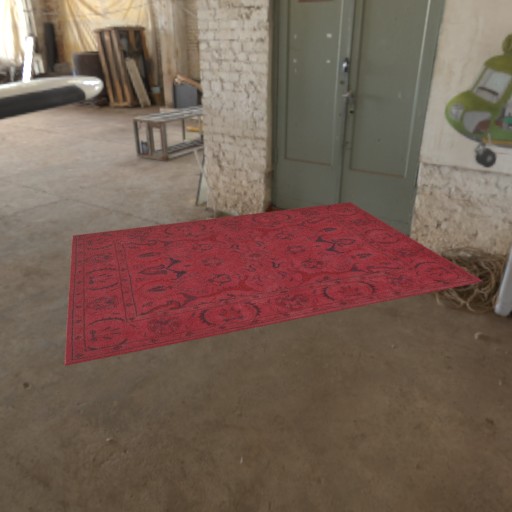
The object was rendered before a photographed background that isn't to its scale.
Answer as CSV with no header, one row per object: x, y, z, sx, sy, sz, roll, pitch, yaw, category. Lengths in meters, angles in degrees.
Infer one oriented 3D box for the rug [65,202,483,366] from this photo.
0.000,0.000,2.305,1.814,0.008,1.209,-9,27,-17,rug
